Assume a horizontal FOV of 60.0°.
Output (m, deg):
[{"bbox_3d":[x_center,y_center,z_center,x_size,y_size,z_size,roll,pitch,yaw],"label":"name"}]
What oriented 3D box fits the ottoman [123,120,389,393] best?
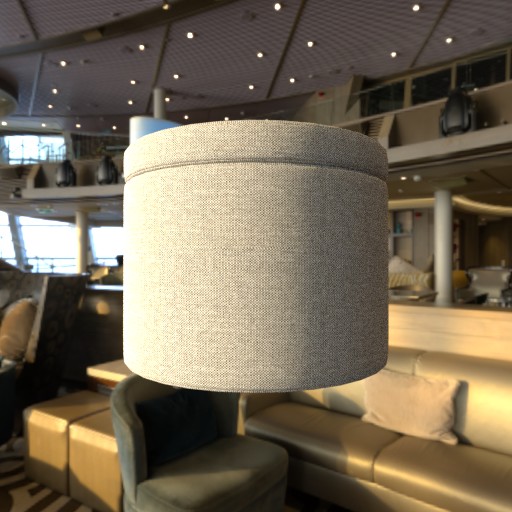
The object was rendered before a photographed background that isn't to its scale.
[{"bbox_3d":[0.000,0.000,0.872,0.500,0.419,0.500,0,0,0],"label":"ottoman"}]
